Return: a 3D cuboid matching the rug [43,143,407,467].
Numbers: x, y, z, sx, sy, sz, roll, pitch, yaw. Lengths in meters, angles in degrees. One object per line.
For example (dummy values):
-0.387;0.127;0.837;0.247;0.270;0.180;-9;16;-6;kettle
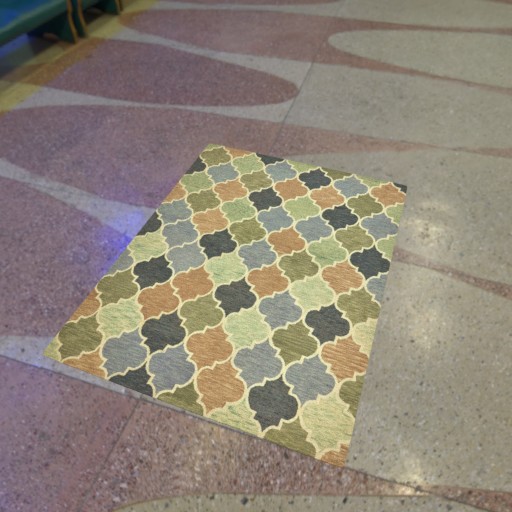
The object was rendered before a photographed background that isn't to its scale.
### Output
0.000;0.000;4.243;2.439;0.013;3.200;15;49;14;rug
